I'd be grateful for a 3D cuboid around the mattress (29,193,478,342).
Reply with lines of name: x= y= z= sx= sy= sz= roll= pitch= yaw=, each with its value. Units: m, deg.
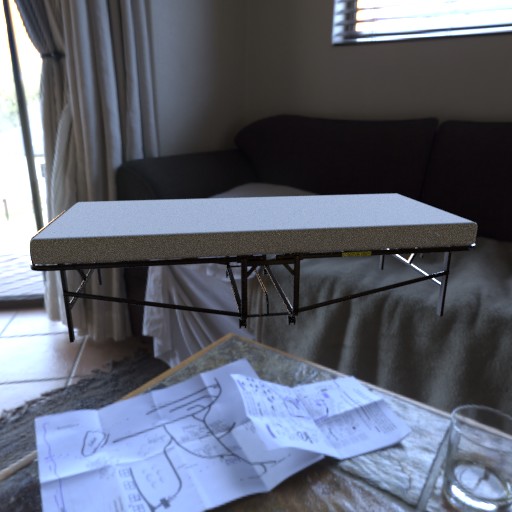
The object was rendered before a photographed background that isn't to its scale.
mattress: x=0.000 y=0.000 z=2.514 sx=2.153 sy=0.519 sz=0.922 roll=-3 pitch=18 yaw=-8
